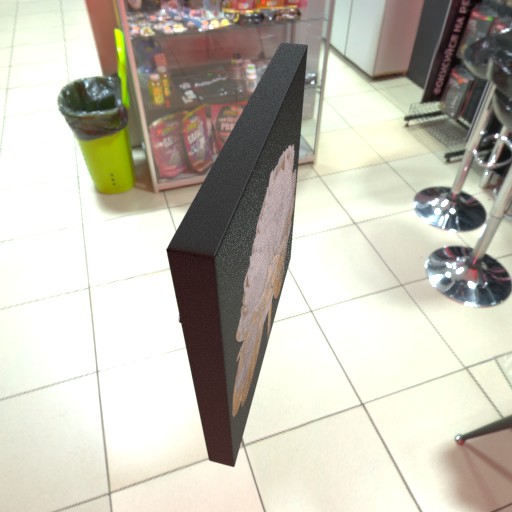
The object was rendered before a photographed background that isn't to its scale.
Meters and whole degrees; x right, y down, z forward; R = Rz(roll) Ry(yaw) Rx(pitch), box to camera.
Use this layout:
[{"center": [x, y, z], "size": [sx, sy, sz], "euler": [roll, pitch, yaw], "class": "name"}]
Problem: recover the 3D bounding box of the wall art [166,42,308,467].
[{"center": [0.000, 0.000, 0.594], "size": [0.041, 0.407, 0.406], "euler": [10, 46, 10], "class": "wall art"}]
